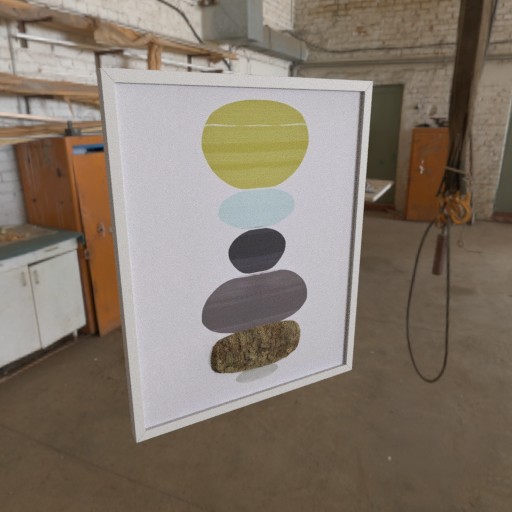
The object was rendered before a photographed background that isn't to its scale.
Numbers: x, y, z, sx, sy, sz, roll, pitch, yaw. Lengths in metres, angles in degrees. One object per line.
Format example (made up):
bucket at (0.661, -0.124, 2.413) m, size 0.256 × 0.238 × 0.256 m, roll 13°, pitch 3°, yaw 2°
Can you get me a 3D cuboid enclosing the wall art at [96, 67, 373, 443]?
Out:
wall art at (0.000, 0.000, 1.010) m, size 0.611 × 0.763 × 0.055 m, roll -9°, pitch 20°, yaw -28°
